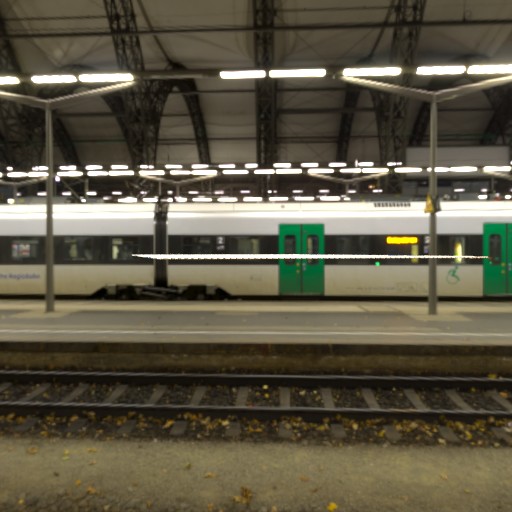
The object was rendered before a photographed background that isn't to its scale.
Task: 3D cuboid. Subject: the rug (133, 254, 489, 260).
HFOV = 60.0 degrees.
[{"bbox_3d":[0.000,0.000,3.030,1.532,0.010,2.441,0,0,-18],"label":"rug"}]
